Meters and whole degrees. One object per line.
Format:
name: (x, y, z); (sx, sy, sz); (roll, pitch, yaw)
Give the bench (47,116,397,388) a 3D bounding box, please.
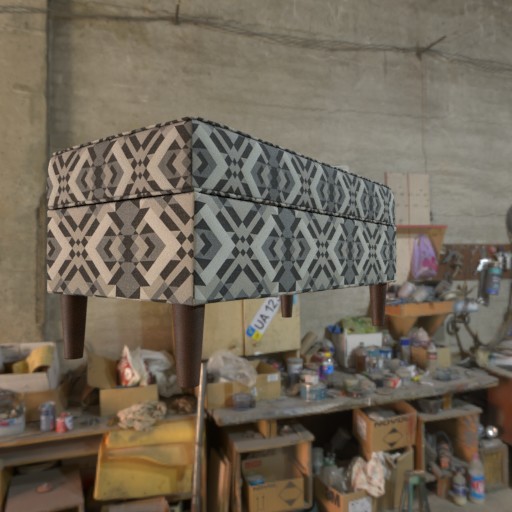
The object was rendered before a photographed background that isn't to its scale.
bench: (0.000, 0.000, 1.285); (0.492, 0.477, 1.016); (0, -1, 37)
